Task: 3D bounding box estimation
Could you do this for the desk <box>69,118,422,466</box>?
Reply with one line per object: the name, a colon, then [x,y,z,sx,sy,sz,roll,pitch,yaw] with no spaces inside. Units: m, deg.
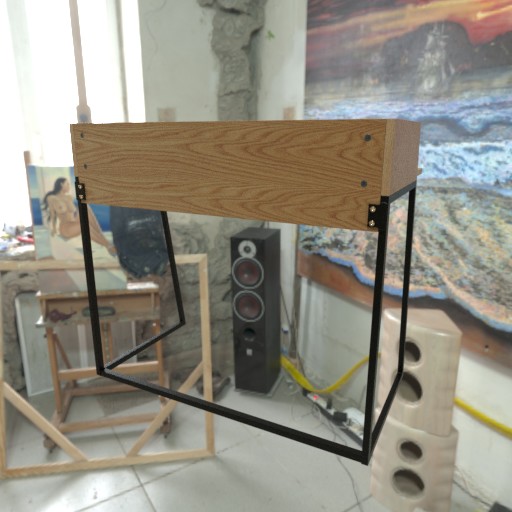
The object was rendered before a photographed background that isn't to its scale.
desk: [0.000,0.000,1.852,1.191,1.061,0.769,8,17,27]
